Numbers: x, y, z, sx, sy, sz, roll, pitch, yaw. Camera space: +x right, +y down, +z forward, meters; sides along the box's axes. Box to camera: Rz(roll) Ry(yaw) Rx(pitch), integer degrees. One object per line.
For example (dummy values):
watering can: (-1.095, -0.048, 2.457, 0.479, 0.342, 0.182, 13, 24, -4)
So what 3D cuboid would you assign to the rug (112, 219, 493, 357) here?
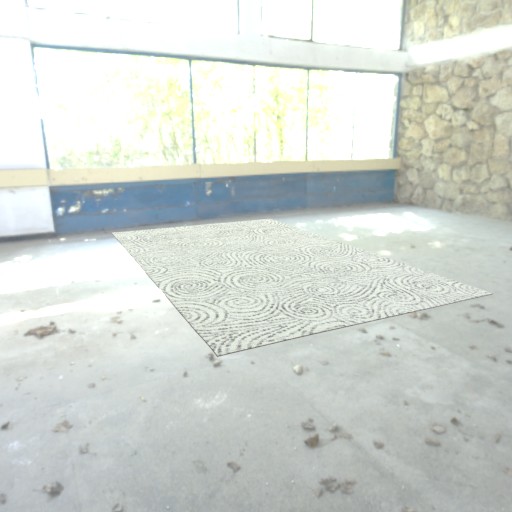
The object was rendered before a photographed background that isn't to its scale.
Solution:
rug: (0.000, 0.000, 3.012, 1.524, 0.005, 2.439, -7, 17, -25)
